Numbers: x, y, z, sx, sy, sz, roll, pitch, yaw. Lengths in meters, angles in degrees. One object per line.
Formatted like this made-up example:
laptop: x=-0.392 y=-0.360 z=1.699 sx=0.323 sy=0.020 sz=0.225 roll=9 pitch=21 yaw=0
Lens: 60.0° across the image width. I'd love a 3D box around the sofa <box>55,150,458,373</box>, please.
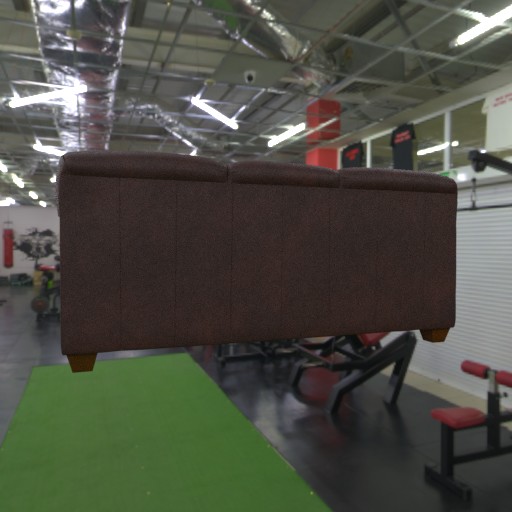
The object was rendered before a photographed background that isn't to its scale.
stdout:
sofa: x=0.000 y=0.000 z=2.561 sx=2.039 sy=0.953 sz=1.008 roll=0 pitch=1 yaw=-19
